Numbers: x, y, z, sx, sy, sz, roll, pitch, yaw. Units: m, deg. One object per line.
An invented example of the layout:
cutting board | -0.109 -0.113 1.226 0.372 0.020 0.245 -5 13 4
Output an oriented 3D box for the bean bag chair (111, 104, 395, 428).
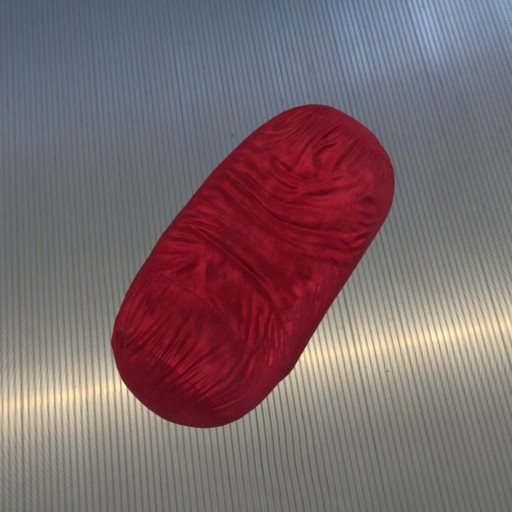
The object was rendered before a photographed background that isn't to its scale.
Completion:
bean bag chair | 0.000 0.000 2.904 1.216 0.867 2.293 35 78 8
